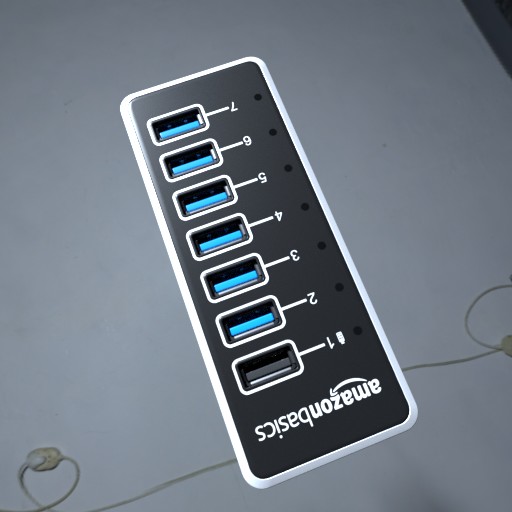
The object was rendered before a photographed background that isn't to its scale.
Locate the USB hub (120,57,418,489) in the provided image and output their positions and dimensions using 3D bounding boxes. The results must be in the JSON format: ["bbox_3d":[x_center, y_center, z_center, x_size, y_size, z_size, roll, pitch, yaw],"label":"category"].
[{"bbox_3d":[0.000,0.000,0.126,0.044,0.023,0.110,-20,76,-5],"label":"USB hub"}]
